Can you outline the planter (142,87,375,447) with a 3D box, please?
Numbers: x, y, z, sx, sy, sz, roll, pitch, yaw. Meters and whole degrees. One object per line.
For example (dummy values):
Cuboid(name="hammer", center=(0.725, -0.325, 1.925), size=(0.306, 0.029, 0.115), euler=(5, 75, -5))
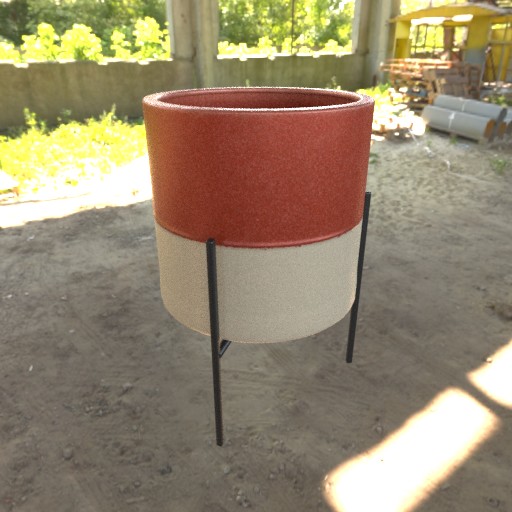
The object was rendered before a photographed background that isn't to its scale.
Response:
Cuboid(name="planter", center=(0.000, 0.000, 0.521), size=(0.235, 0.354, 0.251), euler=(9, 27, 18))
